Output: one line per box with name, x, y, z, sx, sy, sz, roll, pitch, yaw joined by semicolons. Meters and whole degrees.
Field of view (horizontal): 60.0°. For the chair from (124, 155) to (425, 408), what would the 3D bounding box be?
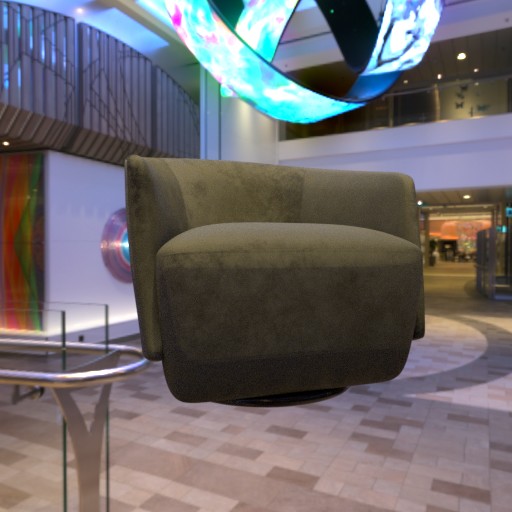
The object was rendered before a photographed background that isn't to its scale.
chair;0.000;0.000;1.335;0.773;0.698;0.767;0;1;-19
